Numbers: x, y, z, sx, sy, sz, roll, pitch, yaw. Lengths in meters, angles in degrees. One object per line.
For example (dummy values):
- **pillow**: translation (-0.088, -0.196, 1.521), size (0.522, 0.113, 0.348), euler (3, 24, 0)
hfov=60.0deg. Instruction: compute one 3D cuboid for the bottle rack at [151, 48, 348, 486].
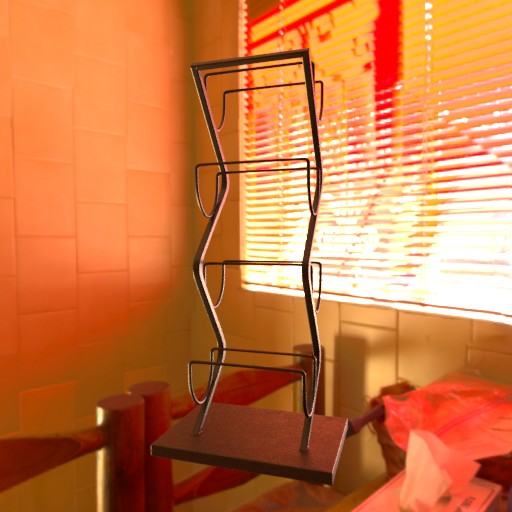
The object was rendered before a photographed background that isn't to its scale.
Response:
- **bottle rack**: translation (0.000, 0.000, 0.659), size (0.254, 0.559, 0.178), euler (1, 2, 18)
